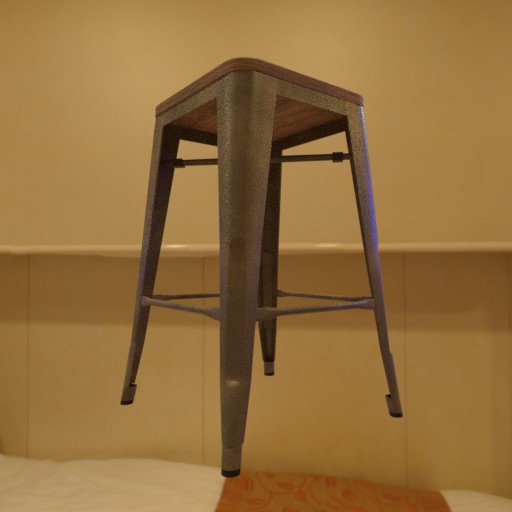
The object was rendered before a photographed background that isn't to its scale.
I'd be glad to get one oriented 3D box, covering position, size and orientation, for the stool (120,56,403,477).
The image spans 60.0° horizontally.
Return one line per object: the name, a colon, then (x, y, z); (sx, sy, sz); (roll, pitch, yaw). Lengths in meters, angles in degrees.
stool: (0.000, 0.000, 0.884); (0.407, 0.607, 0.407); (1, -1, -37)
